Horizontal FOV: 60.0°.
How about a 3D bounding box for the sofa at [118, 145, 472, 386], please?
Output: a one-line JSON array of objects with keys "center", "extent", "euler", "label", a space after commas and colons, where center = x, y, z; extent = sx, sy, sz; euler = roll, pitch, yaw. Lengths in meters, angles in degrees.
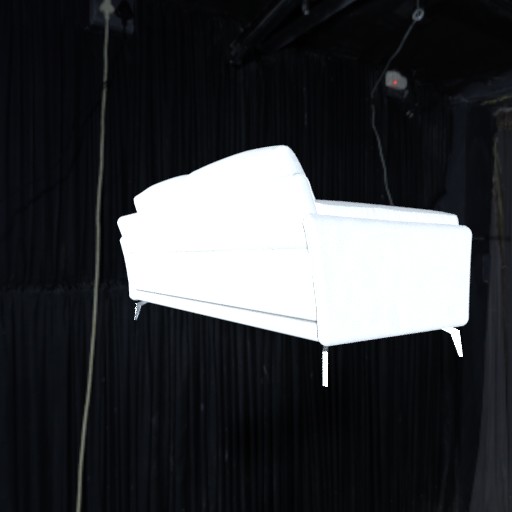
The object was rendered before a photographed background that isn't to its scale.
[{"center": [0.000, 0.000, 2.631], "extent": [1.049, 0.930, 2.101], "euler": [0, 0, -34], "label": "sofa"}]
